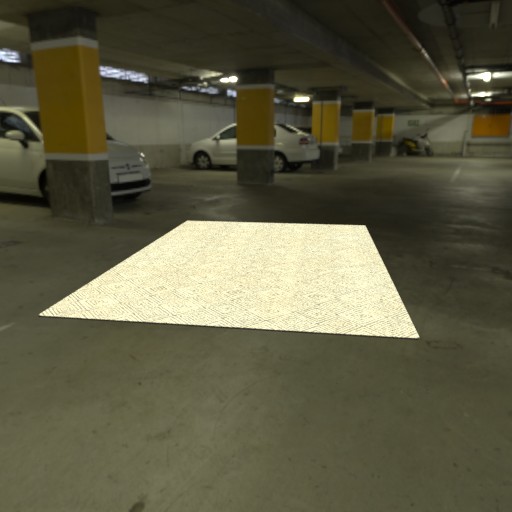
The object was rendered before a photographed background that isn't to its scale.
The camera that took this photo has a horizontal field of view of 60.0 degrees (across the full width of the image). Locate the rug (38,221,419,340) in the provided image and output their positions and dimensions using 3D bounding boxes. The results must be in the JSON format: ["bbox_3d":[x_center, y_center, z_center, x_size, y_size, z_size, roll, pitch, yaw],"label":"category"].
[{"bbox_3d":[0.000,0.000,2.881,1.593,0.008,2.238,2,15,8],"label":"rug"}]
